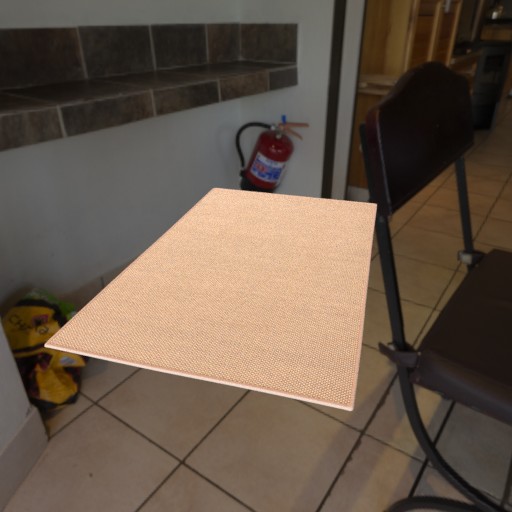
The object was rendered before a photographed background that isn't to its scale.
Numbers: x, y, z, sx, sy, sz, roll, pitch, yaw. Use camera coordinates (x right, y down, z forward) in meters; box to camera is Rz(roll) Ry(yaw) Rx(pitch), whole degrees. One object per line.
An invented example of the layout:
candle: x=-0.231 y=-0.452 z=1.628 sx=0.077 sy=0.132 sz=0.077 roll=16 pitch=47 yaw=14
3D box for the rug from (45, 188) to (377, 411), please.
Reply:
rug: x=0.000 y=0.000 z=2.123 sx=1.067 sy=0.013 sz=1.676 roll=8 pitch=29 yaw=14
